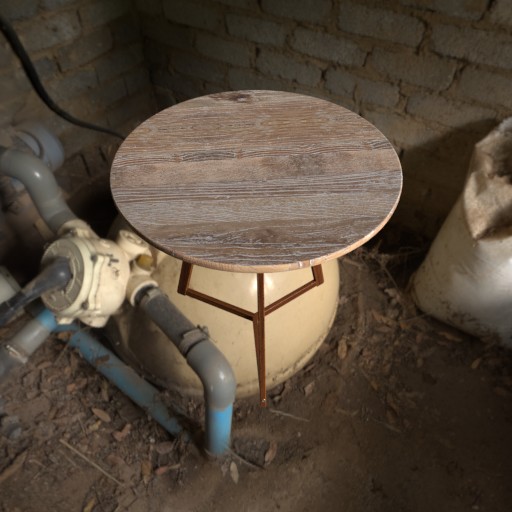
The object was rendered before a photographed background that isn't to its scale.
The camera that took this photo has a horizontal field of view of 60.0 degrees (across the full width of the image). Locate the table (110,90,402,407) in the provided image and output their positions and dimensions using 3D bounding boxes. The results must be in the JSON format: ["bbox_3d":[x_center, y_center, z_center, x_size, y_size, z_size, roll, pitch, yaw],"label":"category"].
[{"bbox_3d":[0.000,0.000,0.956,0.500,0.500,0.500,0,47,0],"label":"table"}]
